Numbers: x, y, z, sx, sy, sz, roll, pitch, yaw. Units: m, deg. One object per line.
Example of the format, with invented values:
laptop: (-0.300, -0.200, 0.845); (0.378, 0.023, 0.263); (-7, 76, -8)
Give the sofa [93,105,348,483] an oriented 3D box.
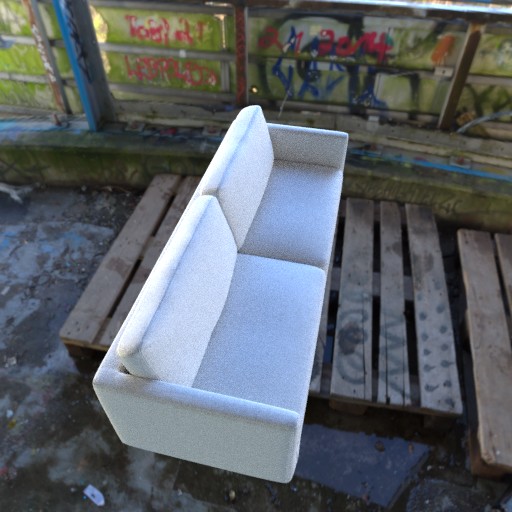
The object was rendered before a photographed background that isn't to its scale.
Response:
sofa: (0.000, 0.000, 2.872); (0.948, 0.965, 2.434); (9, 46, 9)
